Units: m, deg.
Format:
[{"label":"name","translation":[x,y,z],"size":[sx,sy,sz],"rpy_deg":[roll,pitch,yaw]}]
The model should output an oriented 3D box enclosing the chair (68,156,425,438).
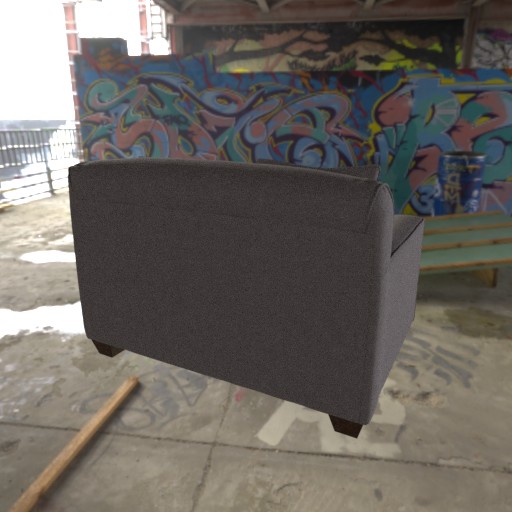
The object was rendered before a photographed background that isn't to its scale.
[{"label":"chair","translation":[0.000,0.000,2.110],"size":[1.395,0.953,0.992],"rpy_deg":[9,19,27]}]
